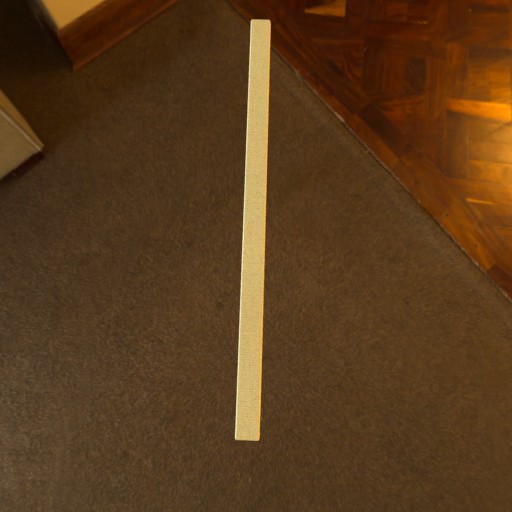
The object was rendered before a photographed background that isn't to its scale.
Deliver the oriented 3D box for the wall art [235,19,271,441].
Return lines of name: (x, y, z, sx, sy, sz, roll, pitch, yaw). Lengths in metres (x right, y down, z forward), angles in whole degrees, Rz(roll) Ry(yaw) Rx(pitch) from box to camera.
wall art: (0.000, 0.000, 0.906, 0.034, 0.605, 0.605, 2, 77, 0)
